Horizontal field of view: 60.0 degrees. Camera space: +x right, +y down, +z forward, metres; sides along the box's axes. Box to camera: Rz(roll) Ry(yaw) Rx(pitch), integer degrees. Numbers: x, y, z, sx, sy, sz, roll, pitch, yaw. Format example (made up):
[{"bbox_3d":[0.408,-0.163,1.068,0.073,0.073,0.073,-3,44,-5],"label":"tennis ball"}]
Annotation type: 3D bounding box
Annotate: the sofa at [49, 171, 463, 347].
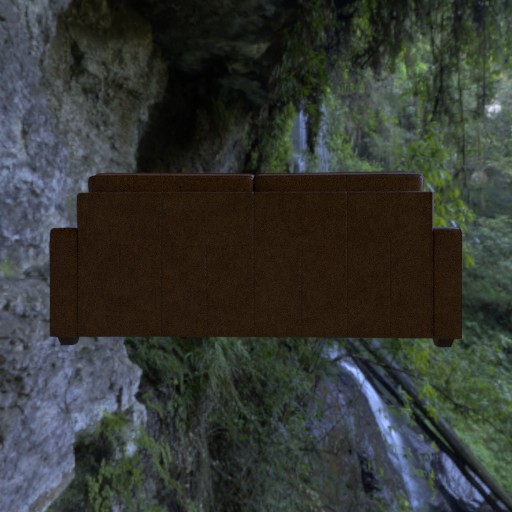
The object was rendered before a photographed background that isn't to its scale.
[{"bbox_3d":[0.000,0.000,2.732,2.156,0.928,0.991,0,0,1],"label":"sofa"}]
